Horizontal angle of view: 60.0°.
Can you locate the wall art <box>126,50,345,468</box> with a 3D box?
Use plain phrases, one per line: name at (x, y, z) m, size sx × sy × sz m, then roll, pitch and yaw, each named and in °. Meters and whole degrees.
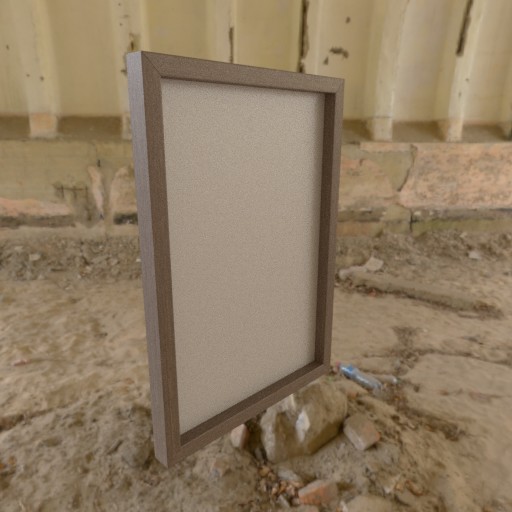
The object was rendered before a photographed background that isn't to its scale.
wall art at (0.000, 0.000, 0.650) m, size 0.358 × 0.510 × 0.032 m, roll -15°, pitch 21°, yaw -42°
